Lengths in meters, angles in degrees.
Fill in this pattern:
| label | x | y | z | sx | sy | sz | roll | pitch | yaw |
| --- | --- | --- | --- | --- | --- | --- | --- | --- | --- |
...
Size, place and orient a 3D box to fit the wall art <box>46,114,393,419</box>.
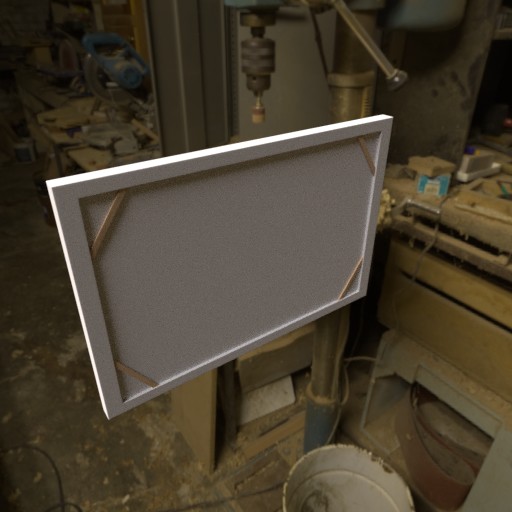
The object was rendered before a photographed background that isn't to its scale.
| label | x | y | z | sx | sy | sz | roll | pitch | yaw |
| --- | --- | --- | --- | --- | --- | --- | --- | --- | --- |
| wall art | 0.000 | 0.000 | 1.179 | 0.914 | 0.609 | 0.038 | -20 | 36 | -30 |
